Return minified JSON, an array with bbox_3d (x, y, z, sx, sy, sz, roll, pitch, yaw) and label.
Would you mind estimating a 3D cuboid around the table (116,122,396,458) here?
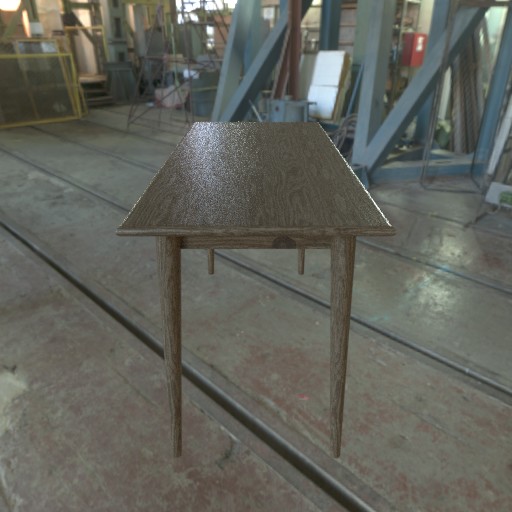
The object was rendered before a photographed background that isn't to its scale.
[{"bbox_3d":[0.000,0.000,1.698,0.599,0.780,1.300,0,26,0],"label":"table"}]
